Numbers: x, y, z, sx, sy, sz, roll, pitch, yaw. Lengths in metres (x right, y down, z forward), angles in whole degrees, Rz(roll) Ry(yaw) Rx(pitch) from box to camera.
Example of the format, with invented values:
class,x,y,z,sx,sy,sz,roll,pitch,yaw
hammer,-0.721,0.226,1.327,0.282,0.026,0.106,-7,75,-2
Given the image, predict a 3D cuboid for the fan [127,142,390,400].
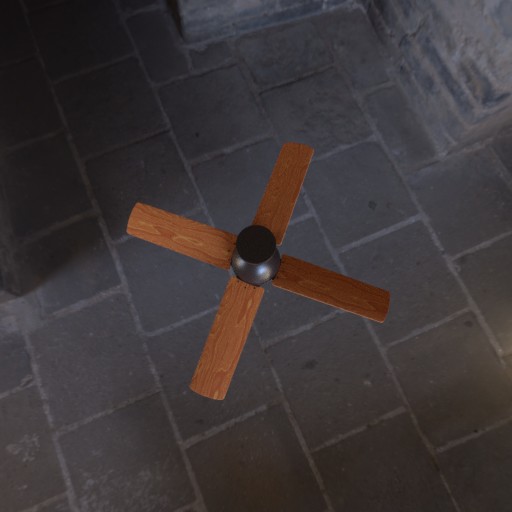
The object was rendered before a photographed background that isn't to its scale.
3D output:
class,x,y,z,sx,sy,sz,roll,pitch,yaw
fan,0.000,0.000,2.051,1.332,0.403,1.332,19,77,5
